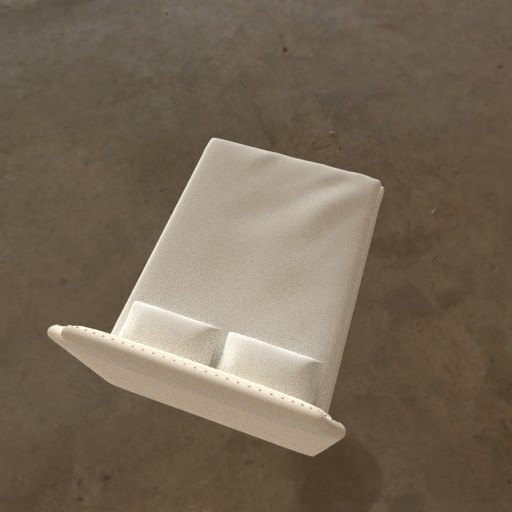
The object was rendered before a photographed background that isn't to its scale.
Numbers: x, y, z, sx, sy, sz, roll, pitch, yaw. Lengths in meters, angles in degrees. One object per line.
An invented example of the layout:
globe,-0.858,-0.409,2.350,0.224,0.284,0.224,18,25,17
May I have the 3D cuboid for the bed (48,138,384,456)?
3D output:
bed,0.000,0.000,3.385,1.712,1.443,2.365,17,63,9
